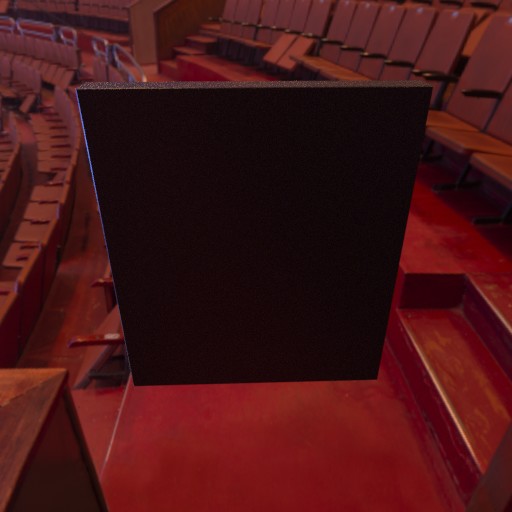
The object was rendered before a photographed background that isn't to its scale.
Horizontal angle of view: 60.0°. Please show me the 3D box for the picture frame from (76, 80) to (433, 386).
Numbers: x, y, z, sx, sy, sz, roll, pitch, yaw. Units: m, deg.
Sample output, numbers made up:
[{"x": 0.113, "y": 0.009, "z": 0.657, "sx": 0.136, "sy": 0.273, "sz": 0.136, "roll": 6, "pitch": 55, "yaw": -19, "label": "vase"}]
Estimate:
[{"x": 0.000, "y": 0.000, "z": 0.516, "sx": 0.328, "sy": 0.378, "sz": 0.034, "roll": -1, "pitch": 30, "yaw": -2, "label": "picture frame"}]
